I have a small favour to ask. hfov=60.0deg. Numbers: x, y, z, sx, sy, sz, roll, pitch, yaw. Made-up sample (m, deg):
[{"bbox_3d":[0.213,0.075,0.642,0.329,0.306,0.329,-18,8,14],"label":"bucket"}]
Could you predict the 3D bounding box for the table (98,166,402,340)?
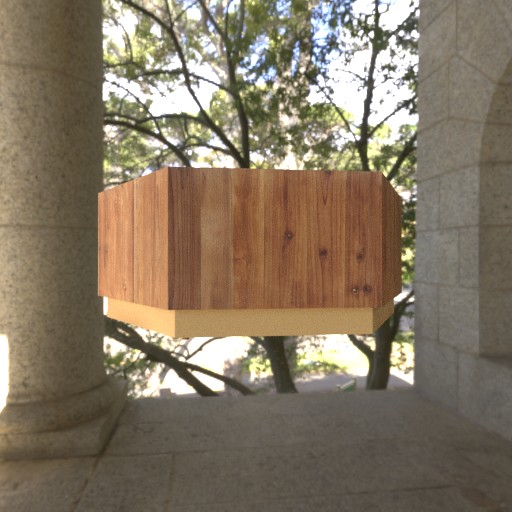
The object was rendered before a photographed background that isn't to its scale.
[{"bbox_3d":[0.000,0.000,1.676,1.000,0.456,1.154,0,-1,-37],"label":"table"}]
